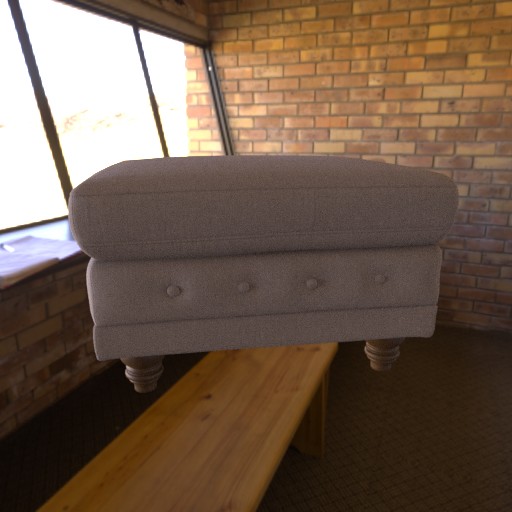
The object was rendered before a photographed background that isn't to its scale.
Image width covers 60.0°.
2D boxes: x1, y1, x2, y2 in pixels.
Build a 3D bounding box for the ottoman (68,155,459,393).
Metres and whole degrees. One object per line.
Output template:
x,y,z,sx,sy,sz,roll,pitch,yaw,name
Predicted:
0.000,0.000,1.142,0.771,0.500,0.569,-3,16,-9,ottoman
